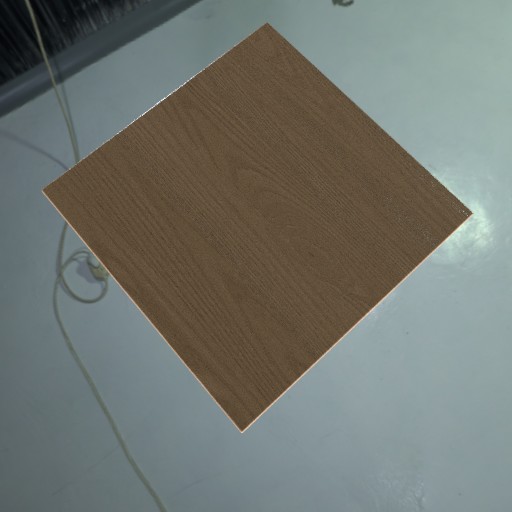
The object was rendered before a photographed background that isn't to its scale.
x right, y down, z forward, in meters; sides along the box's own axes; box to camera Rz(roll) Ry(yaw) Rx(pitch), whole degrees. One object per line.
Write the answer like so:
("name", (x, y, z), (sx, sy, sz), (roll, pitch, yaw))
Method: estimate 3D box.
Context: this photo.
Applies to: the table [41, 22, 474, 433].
("table", (0.000, 0.000, 0.843), (0.400, 0.550, 0.400), (-41, 79, -10))
